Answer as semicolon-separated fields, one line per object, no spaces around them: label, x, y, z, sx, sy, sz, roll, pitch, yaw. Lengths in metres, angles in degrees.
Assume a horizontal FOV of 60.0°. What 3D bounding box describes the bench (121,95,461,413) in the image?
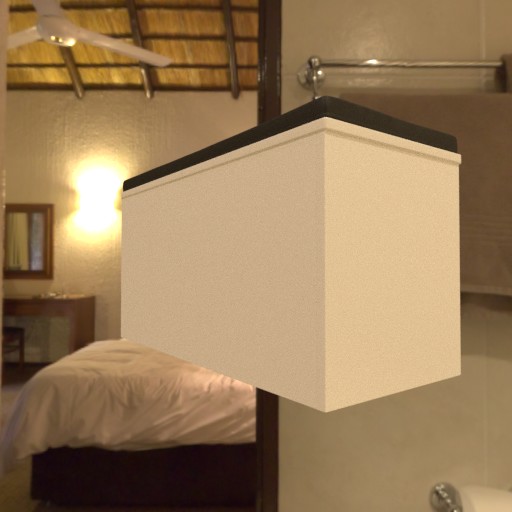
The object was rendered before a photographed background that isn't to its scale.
bench;0.000;0.000;1.159;0.401;0.500;0.899;1;-1;-37
